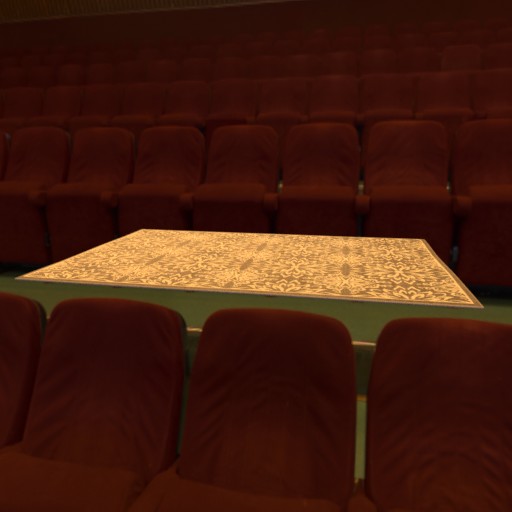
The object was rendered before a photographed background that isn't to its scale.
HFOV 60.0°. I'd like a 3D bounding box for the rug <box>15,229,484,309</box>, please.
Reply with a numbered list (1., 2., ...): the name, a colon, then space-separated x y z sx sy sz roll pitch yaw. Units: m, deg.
1. rug: 0.000 0.000 2.284 1.847 0.012 1.224 3 14 11
